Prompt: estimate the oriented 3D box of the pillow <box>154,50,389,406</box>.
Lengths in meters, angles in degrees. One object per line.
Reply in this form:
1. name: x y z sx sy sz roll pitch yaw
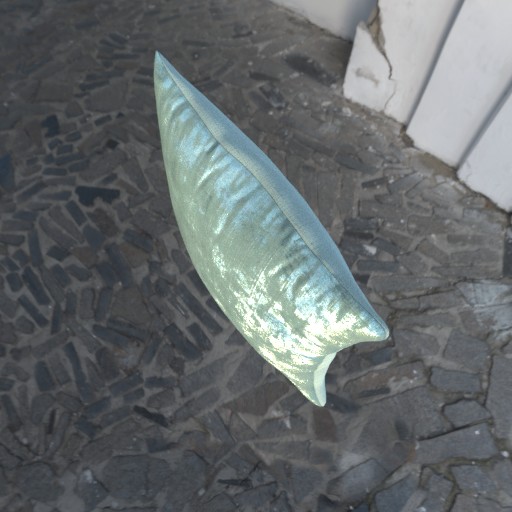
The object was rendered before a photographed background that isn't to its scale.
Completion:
1. pillow: 0.000 0.000 0.710 0.175 0.464 0.470 -30 67 -14
